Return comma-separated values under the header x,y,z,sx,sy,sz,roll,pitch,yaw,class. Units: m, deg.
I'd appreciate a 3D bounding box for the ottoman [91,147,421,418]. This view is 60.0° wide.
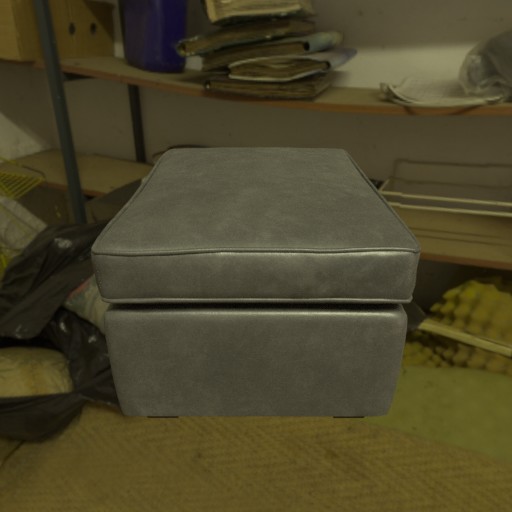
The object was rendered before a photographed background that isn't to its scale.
x,y,z,sx,sy,sz,roll,pitch,yaw,class
0.000,0.000,1.122,0.554,0.445,0.756,0,26,0,ottoman
